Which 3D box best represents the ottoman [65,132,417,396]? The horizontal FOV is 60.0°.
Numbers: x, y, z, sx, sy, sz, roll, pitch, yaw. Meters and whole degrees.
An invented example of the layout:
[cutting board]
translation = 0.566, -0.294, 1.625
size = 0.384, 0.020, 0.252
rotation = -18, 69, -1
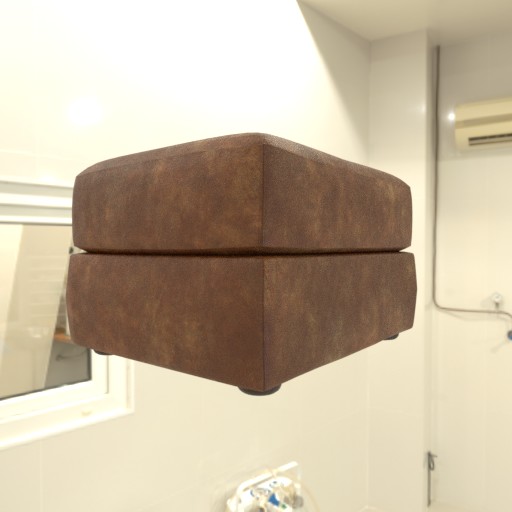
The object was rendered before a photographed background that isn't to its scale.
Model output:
[ottoman]
translation = 0.000, 0.000, 1.154
size = 0.603, 0.476, 0.751
rotation = 1, 2, 38
